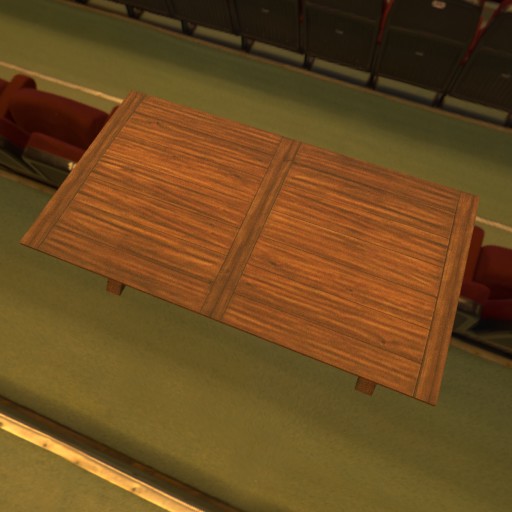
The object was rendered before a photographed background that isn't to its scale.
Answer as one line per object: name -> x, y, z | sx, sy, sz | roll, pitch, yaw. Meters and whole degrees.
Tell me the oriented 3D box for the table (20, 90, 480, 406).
table -> 0.000, 0.000, 2.493 | 1.966, 0.793, 1.071 | 20, 65, 10
